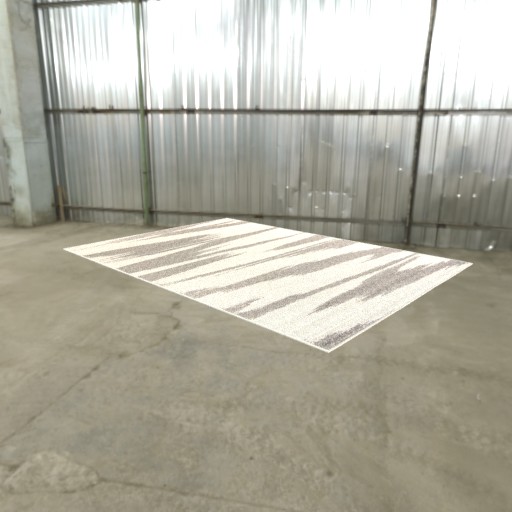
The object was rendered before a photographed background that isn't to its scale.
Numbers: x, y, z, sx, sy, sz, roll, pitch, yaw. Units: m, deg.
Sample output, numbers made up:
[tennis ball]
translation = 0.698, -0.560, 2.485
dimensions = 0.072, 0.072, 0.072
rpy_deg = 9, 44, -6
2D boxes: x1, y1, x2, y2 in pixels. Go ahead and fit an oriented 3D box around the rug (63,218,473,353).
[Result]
[rug]
translation = 0.000, 0.000, 2.825
dimensions = 2.142, 0.010, 1.533
rpy_deg = 14, 21, 41
